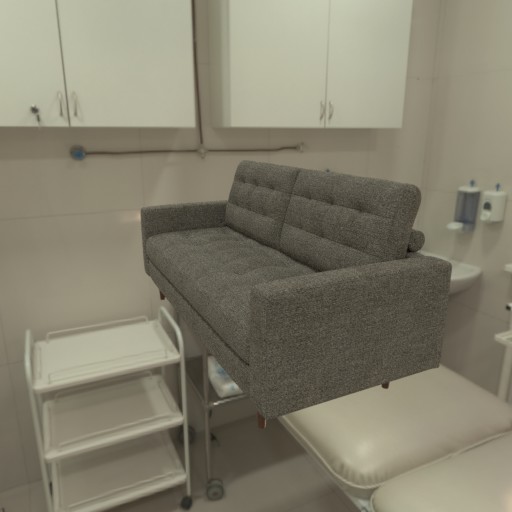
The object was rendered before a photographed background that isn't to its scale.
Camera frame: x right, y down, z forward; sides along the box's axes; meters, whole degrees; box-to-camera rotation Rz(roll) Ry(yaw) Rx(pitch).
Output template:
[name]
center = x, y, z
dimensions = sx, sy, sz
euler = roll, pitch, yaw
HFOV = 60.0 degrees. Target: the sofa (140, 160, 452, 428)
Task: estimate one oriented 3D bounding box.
[sofa]
center = 0.000, 0.000, 2.374
dimensions = 0.863, 0.902, 1.821
euler = -8, 18, -25
